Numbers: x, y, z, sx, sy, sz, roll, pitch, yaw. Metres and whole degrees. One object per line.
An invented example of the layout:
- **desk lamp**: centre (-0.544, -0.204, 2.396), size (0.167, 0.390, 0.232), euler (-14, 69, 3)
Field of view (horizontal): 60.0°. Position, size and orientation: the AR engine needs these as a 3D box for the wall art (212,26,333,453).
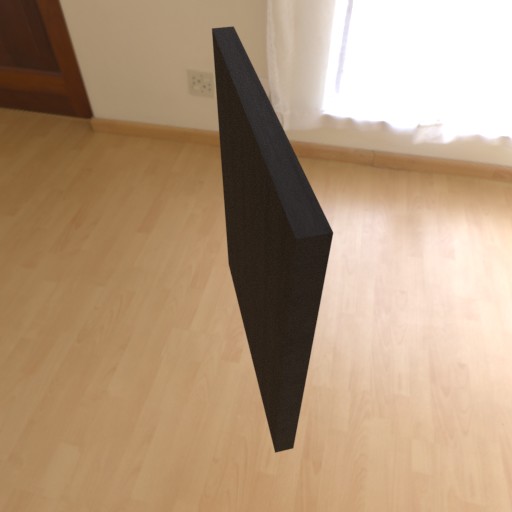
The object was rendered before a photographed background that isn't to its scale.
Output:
- **wall art**: centre (0.000, 0.000, 0.736), size (0.034, 0.552, 0.455), euler (-10, 49, -9)
